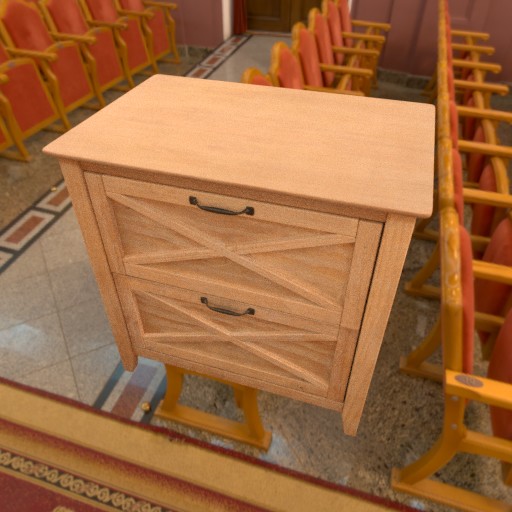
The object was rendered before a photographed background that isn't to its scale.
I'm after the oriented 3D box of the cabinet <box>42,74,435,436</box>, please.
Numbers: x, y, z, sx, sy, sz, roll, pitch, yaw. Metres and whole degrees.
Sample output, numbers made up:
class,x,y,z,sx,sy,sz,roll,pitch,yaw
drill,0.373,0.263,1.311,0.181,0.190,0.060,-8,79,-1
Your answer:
class,x,y,z,sx,sy,sz,roll,pitch,yaw
cabinet,0.000,0.000,1.235,0.763,0.762,0.503,12,41,14
